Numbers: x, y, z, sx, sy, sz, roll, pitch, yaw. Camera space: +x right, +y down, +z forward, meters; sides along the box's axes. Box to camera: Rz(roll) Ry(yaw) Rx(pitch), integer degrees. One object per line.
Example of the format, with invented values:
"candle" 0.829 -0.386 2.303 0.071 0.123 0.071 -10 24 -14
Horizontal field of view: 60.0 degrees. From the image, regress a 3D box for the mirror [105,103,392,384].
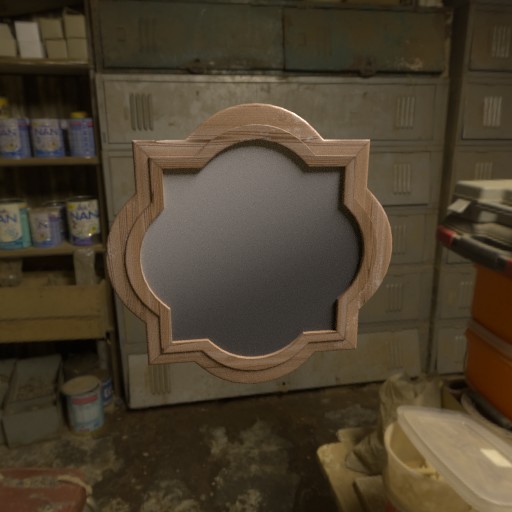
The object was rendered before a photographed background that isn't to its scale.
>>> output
"mirror" 0.000 0.000 1.078 0.686 0.686 0.019 -3 16 -9
